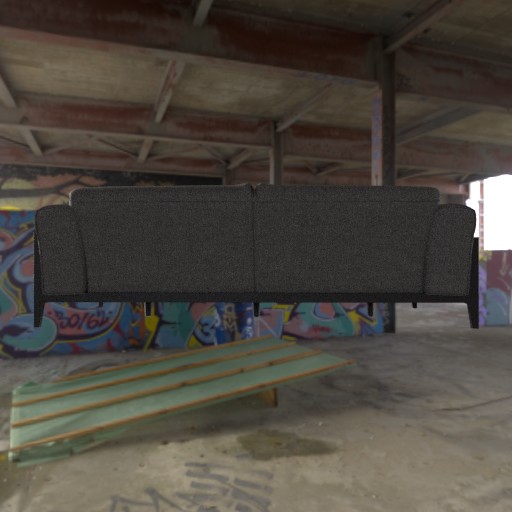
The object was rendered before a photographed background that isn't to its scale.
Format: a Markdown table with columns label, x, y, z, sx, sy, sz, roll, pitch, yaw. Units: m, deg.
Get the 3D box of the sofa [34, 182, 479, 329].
| label | x | y | z | sx | sy | sz | roll | pitch | yaw |
| --- | --- | --- | --- | --- | --- | --- | --- | --- | --- |
| sofa | 0.000 | 0.000 | 2.521 | 2.125 | 0.703 | 0.985 | 0 | 0 | 1 |
